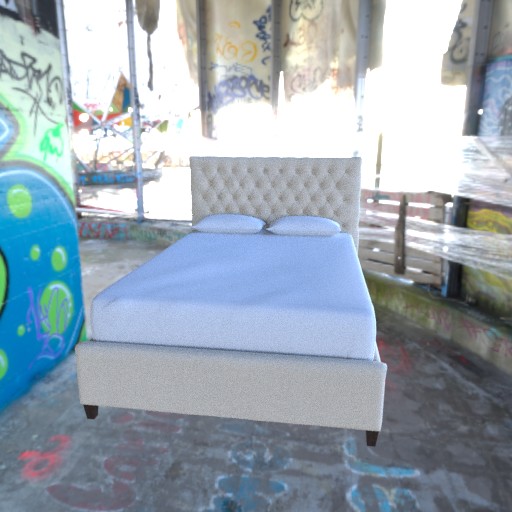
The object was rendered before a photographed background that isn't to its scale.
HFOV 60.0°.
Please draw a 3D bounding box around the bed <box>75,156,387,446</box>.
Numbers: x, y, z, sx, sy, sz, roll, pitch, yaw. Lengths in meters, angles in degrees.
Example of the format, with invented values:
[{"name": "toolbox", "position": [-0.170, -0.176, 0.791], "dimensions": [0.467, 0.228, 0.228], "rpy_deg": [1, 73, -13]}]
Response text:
[{"name": "bed", "position": [0.000, 0.000, 3.385], "dimensions": [1.698, 1.427, 2.387], "rpy_deg": [2, 14, 8]}]
